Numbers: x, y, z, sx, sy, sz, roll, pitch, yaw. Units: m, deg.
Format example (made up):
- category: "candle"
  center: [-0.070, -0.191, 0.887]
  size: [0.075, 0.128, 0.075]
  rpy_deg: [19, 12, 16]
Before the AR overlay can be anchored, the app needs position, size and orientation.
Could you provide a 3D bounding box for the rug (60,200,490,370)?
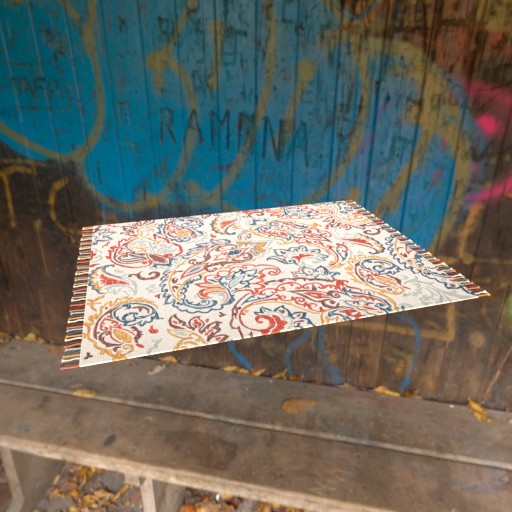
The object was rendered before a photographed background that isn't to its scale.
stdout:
- category: "rug"
  center: [0.000, 0.000, 4.252]
  size: [3.274, 0.015, 2.439]
  rpy_deg: [-7, 27, -14]
